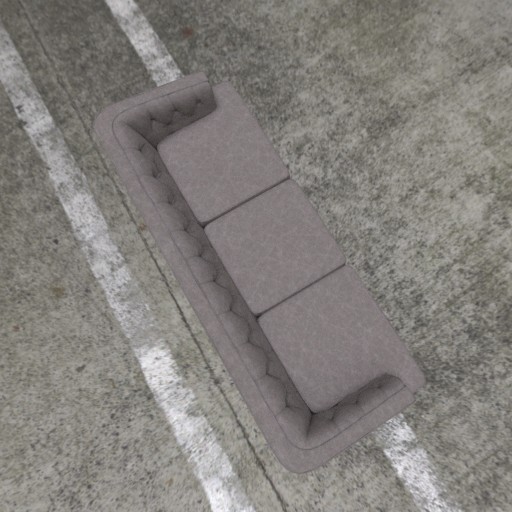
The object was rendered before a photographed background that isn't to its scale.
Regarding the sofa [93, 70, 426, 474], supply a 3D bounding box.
[{"bbox_3d":[0.000,0.000,2.667,0.917,0.806,2.247,-30,78,-7],"label":"sofa"}]
